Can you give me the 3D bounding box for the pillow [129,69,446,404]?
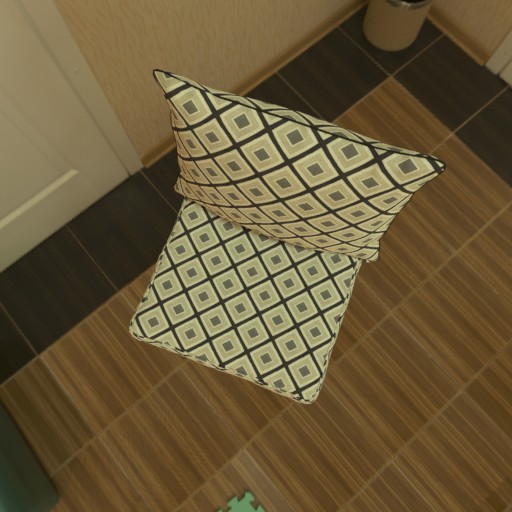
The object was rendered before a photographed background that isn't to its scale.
[{"bbox_3d":[0.000,0.000,1.360,0.798,0.722,0.733,20,77,5],"label":"pillow"}]
